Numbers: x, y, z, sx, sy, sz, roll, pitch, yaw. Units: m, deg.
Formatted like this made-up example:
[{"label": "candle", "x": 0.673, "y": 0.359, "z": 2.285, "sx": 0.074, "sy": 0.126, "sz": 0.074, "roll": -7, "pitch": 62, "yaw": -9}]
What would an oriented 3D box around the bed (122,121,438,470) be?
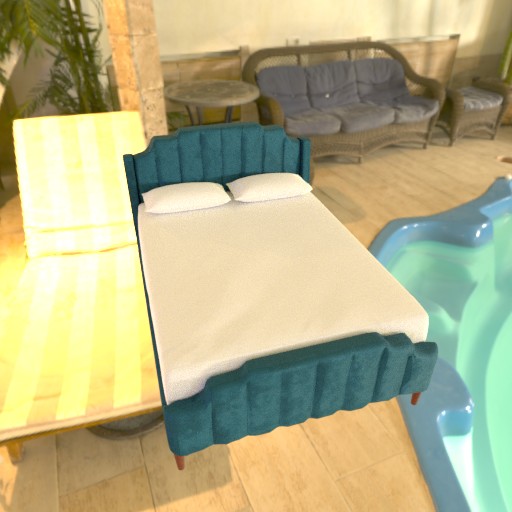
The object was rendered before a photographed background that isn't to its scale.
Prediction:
[{"label": "bed", "x": 0.000, "y": 0.000, "z": 3.296, "sx": 1.678, "sy": 1.338, "sz": 2.322, "roll": -9, "pitch": 34, "yaw": -14}]
